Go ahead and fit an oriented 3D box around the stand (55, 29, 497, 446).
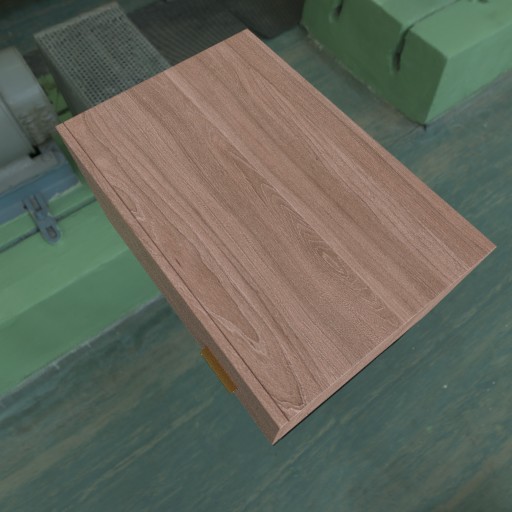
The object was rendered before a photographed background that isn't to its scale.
[{"bbox_3d":[0.000,0.000,0.915,0.420,0.500,0.600,-35,68,-16],"label":"stand"}]
